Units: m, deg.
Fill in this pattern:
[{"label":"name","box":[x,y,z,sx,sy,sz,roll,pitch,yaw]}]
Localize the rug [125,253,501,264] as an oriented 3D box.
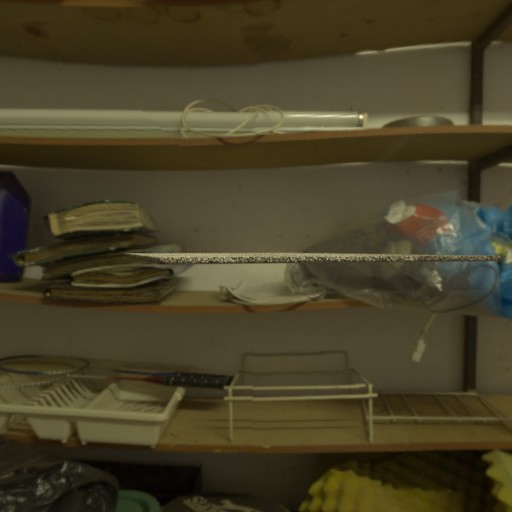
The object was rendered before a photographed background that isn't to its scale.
[{"label":"rug","box":[0.000,0.000,2.835,1.501,0.025,2.352,0,1,-19]}]
